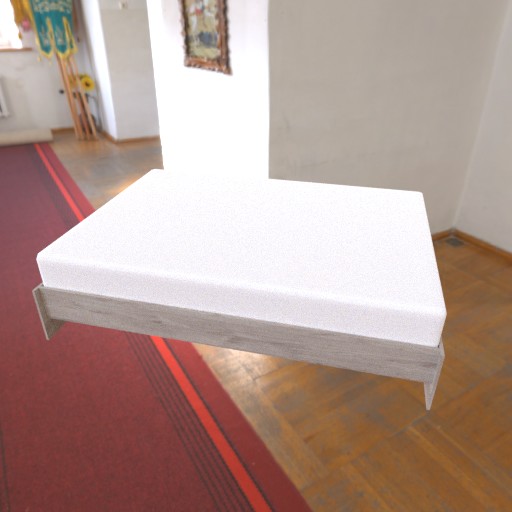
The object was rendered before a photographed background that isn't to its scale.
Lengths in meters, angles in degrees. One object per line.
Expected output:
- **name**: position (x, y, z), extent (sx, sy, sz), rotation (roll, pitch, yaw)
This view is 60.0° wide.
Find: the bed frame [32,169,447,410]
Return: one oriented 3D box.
- **bed frame**: position (0.000, 0.000, 2.650), extent (1.945, 0.497, 1.445), rotation (7, 31, 12)
